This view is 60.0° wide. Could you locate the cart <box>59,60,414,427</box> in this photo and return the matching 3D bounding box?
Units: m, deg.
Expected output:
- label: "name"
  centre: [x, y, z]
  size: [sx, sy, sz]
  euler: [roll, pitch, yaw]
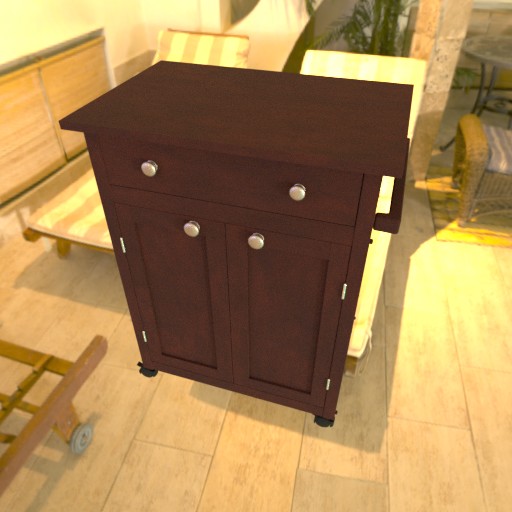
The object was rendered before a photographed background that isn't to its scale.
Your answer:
- label: "cart"
  centre: [0.000, 0.000, 1.235]
  size: [0.683, 0.864, 0.442]
  euler: [11, 40, 14]
